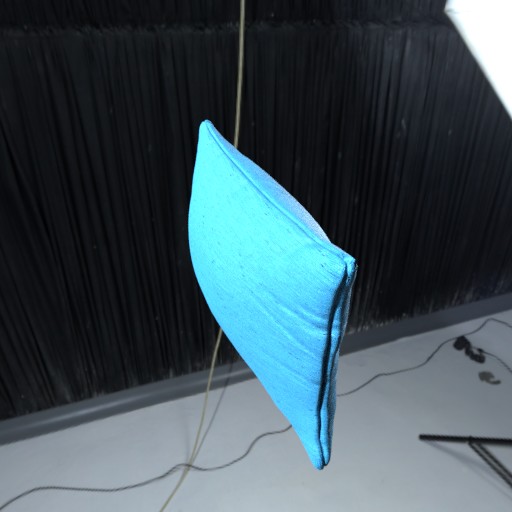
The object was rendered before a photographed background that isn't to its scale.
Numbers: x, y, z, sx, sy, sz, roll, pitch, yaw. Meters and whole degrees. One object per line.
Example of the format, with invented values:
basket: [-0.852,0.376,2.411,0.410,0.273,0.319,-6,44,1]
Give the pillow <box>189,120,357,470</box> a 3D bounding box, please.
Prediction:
pillow: [0.000,0.000,0.790,0.210,0.338,0.633,-10,32,-17]
